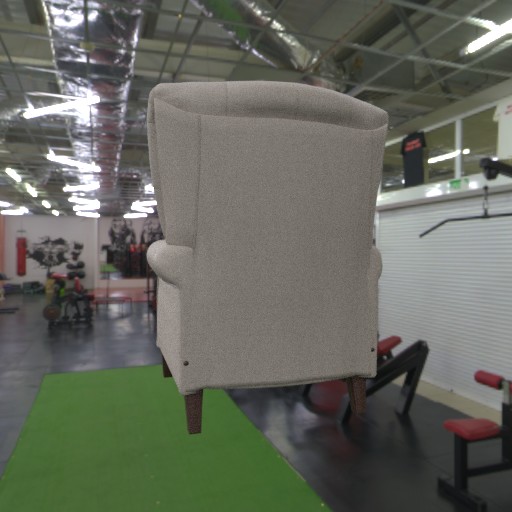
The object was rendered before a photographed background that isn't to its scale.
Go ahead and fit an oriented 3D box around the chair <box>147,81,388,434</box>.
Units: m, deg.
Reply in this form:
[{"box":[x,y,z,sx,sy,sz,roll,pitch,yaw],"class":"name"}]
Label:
[{"box":[0.000,0.000,1.903,0.942,1.209,1.025,0,0,-17],"class":"chair"}]
